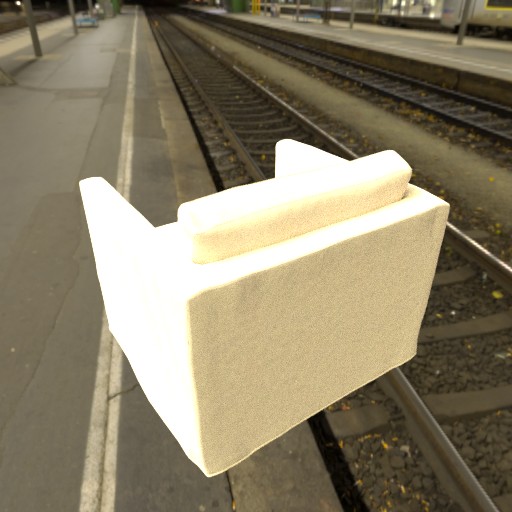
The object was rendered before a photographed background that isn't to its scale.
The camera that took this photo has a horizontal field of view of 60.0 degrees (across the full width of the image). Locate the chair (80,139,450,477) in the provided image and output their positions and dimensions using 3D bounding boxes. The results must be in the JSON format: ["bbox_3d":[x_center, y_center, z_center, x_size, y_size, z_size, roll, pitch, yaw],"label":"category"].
[{"bbox_3d":[0.000,0.000,1.748,1.057,0.851,0.947,-19,35,-29],"label":"chair"}]
